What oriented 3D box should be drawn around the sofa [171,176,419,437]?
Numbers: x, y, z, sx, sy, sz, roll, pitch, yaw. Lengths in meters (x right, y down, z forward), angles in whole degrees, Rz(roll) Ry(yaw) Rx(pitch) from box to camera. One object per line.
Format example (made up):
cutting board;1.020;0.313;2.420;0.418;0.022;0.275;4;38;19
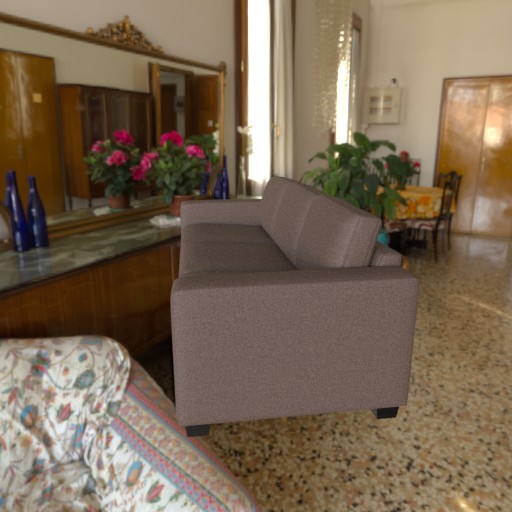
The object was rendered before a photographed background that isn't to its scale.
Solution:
sofa;0.000;0.000;2.595;0.900;0.806;2.160;-2;15;-8
